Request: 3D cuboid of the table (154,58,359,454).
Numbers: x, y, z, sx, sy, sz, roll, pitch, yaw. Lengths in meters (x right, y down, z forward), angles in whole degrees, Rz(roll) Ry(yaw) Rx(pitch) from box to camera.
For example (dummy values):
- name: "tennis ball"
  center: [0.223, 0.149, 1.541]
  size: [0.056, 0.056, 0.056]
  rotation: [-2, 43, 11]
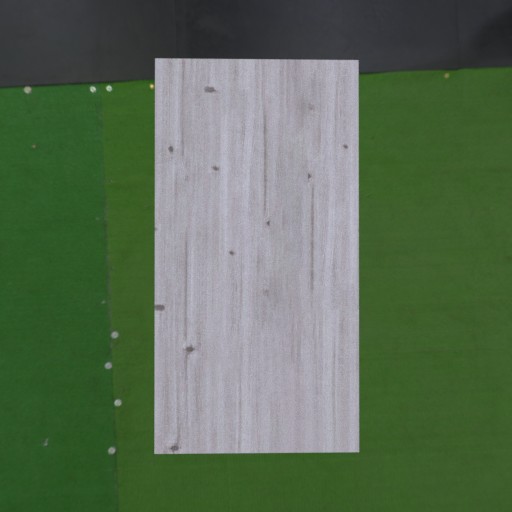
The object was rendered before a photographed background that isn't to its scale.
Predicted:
- name: "table"
  center: [0.000, 0.000, 1.744]
  size: [0.700, 0.450, 1.350]
  rotation: [0, 90, -1]
